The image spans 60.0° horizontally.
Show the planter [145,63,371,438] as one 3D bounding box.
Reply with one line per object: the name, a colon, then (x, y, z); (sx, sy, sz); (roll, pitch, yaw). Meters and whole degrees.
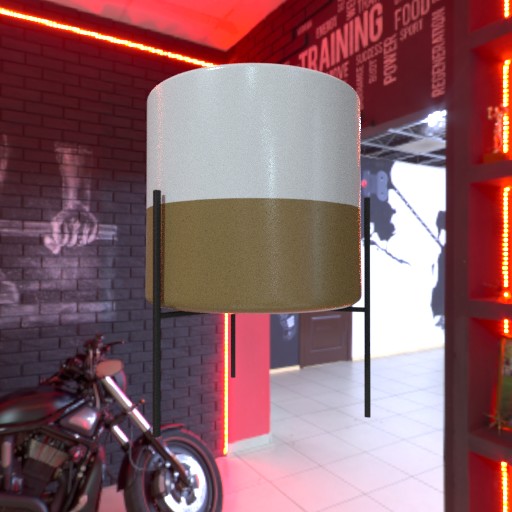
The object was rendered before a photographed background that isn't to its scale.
planter: (0.000, 0.000, 0.643); (0.310, 0.432, 0.310); (0, 0, 1)
